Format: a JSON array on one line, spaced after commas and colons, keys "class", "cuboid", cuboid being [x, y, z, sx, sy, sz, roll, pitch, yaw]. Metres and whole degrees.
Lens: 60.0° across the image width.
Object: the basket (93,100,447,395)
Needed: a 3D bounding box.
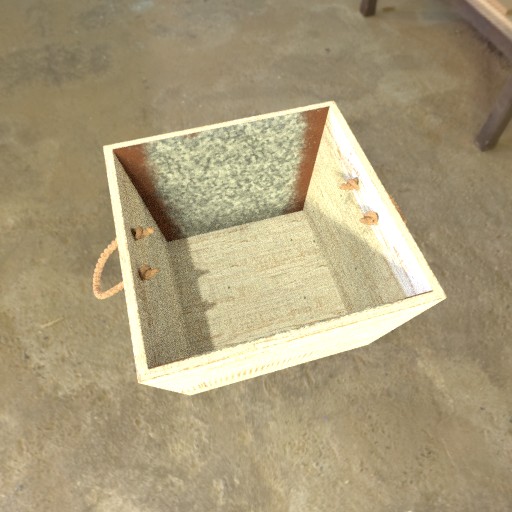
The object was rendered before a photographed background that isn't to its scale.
[{"class": "basket", "cuboid": [0.000, 0.000, 0.771, 0.545, 0.247, 0.413, -14, 59, -8]}]
